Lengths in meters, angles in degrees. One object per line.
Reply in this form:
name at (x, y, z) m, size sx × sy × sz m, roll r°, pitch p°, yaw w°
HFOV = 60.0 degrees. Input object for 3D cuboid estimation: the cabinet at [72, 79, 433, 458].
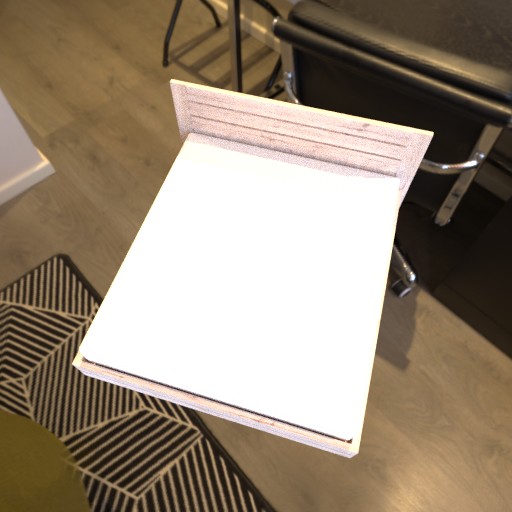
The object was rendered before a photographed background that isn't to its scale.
cabinet at (0.000, 0.000, 3.117) m, size 1.950 × 0.970 × 2.080 m, roll 14°, pitch 61°, yaw 8°
